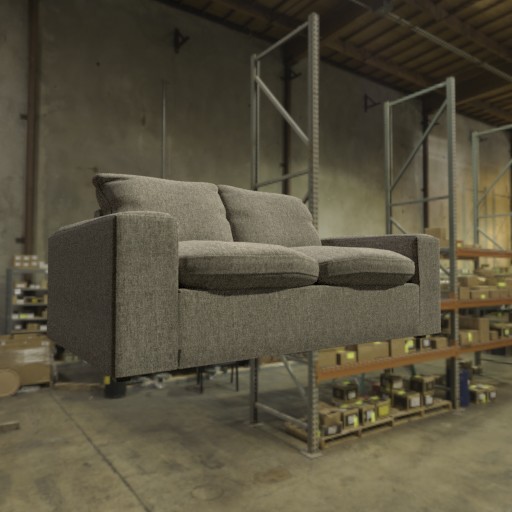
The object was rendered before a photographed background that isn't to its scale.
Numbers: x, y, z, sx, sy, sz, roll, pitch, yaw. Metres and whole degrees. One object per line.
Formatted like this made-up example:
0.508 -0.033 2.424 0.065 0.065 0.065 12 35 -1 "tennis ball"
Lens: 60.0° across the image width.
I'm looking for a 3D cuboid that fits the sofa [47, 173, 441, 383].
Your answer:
0.000 0.000 2.265 1.758 0.877 1.094 1 -3 -35 "sofa"
